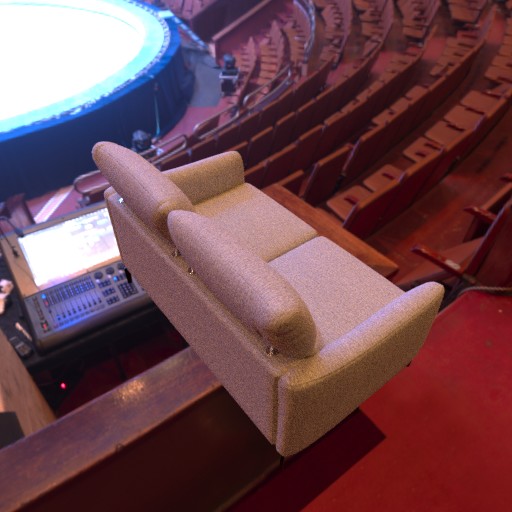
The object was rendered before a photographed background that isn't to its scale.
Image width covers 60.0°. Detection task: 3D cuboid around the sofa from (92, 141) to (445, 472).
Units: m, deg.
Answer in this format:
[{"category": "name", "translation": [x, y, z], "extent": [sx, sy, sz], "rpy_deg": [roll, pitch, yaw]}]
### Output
[{"category": "sofa", "translation": [0.000, 0.000, 2.126], "extent": [0.905, 0.950, 1.540], "rpy_deg": [-27, 48, -27]}]
